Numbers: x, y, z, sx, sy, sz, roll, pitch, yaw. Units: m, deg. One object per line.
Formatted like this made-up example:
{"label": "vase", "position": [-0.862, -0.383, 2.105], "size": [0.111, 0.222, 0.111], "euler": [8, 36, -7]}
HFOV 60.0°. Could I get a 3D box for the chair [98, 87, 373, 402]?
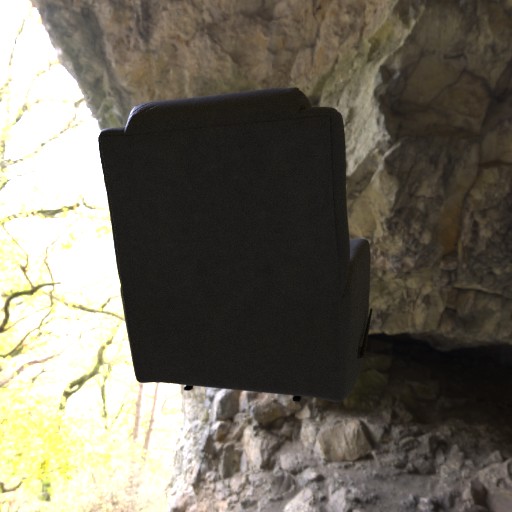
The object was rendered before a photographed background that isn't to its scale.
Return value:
{"label": "chair", "position": [0.000, 0.000, 1.948], "size": [0.967, 1.116, 1.068], "euler": [0, 0, 18]}
